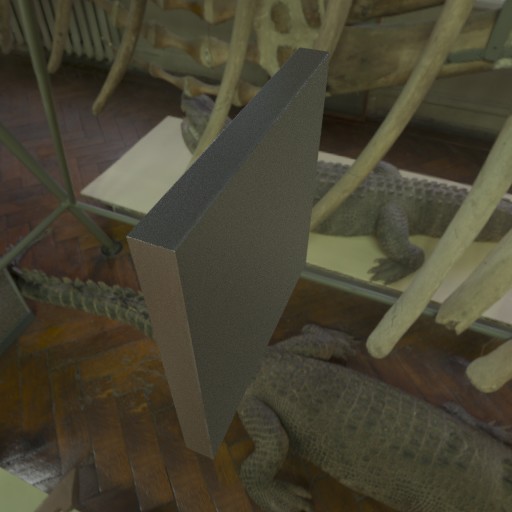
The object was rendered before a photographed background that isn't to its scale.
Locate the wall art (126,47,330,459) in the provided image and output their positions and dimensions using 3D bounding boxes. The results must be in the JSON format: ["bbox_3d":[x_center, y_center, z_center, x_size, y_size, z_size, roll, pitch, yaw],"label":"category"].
[{"bbox_3d":[0.000,0.000,0.522,0.038,0.350,0.350,17,48,16],"label":"wall art"}]
